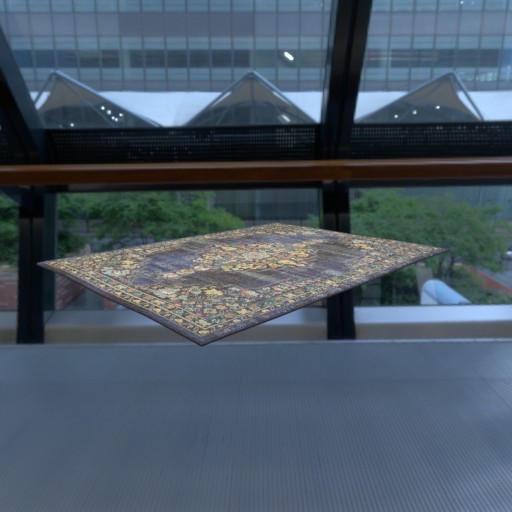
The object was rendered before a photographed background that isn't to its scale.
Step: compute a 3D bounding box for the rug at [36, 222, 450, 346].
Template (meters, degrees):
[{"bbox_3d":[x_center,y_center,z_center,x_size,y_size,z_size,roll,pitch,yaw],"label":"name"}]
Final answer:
[{"bbox_3d":[0.000,0.000,4.788,3.612,0.035,2.716,-13,19,-43],"label":"rug"}]
